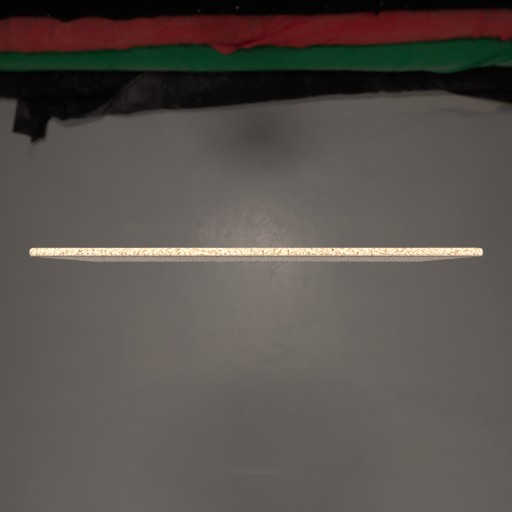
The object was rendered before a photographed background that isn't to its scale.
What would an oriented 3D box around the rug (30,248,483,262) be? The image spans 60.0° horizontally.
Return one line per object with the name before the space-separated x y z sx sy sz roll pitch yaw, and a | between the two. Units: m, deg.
rug | 0.000 0.000 1.783 1.524 0.030 0.609 0 -2 0
